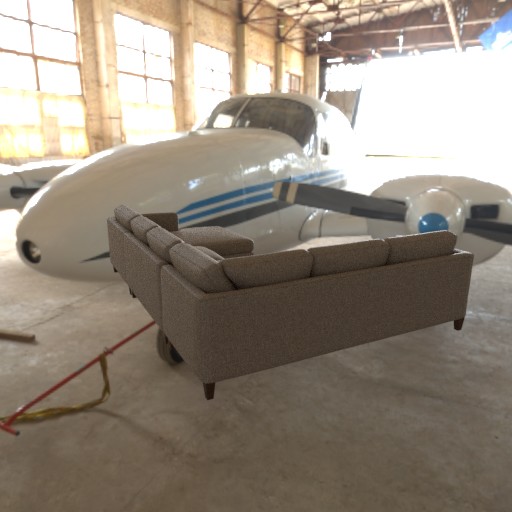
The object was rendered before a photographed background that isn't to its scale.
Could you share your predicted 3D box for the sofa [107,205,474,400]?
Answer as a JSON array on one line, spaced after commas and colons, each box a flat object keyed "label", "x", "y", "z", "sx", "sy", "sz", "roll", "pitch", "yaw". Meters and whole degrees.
[{"label": "sofa", "x": 0.000, "y": 0.000, "z": 4.759, "sx": 2.551, "sy": 0.889, "sz": 3.403, "roll": -7, "pitch": 16, "yaw": -26}]
